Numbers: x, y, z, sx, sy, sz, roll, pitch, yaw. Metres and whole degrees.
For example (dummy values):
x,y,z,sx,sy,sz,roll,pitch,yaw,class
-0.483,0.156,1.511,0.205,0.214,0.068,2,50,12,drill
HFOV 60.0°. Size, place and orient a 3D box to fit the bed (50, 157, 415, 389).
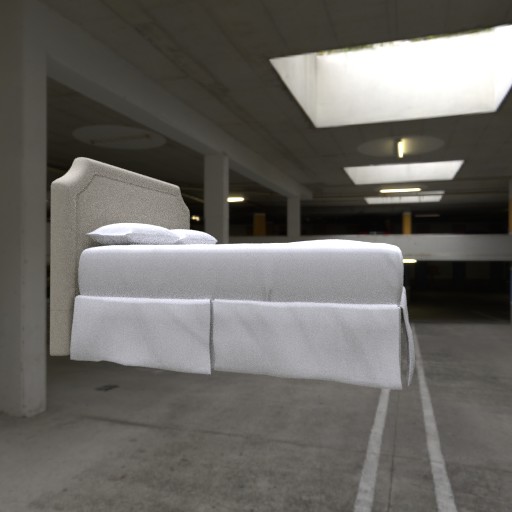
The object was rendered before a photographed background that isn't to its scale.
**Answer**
x,y,z,sx,sy,sz,roll,pitch,yaw,class
0.000,0.000,3.169,2.116,1.290,1.693,0,0,18,bed
